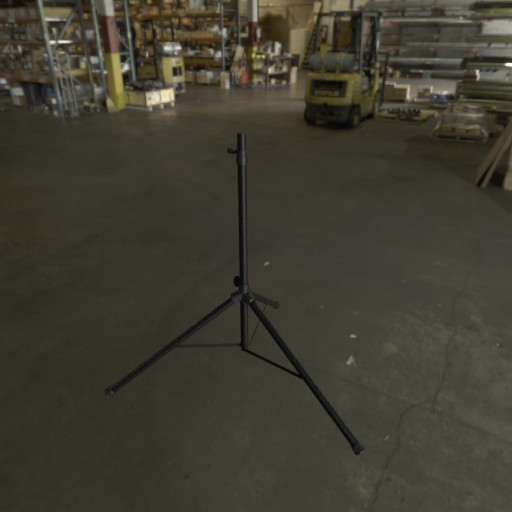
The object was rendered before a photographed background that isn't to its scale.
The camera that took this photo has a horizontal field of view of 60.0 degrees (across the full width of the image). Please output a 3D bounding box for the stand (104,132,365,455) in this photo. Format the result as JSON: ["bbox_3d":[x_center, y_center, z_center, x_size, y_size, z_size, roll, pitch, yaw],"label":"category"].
[{"bbox_3d":[0.000,0.000,2.775,1.596,1.595,1.339,8,28,15],"label":"stand"}]
